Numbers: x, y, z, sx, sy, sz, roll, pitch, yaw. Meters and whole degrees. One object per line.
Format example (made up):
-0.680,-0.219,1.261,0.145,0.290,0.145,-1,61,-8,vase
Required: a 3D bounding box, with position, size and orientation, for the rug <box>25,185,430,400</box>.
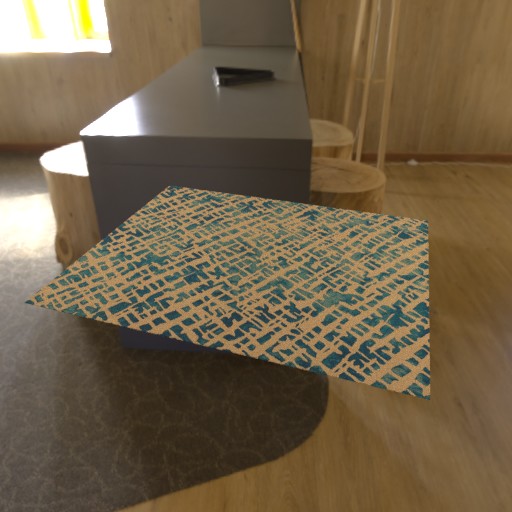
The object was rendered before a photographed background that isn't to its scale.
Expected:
0.000,0.000,4.041,3.007,0.007,2.435,10,33,15,rug
